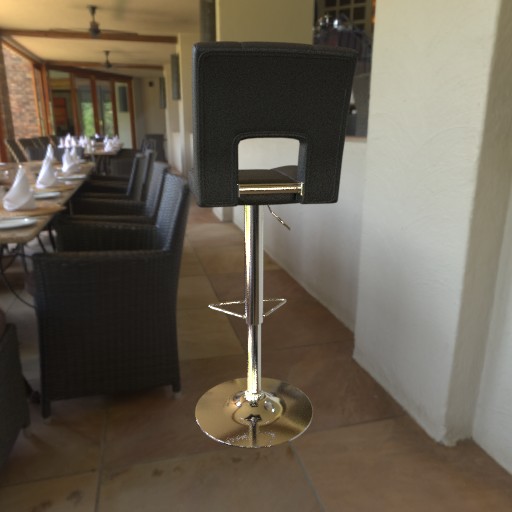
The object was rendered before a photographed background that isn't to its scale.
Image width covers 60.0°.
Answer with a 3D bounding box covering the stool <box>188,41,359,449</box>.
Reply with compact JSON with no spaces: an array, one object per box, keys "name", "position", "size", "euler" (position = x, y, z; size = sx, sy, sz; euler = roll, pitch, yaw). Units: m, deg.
[{"name":"stool","position":[0.000,0.000,1.392],"size":[0.415,1.151,0.520],"euler":[-3,16,-11]}]
